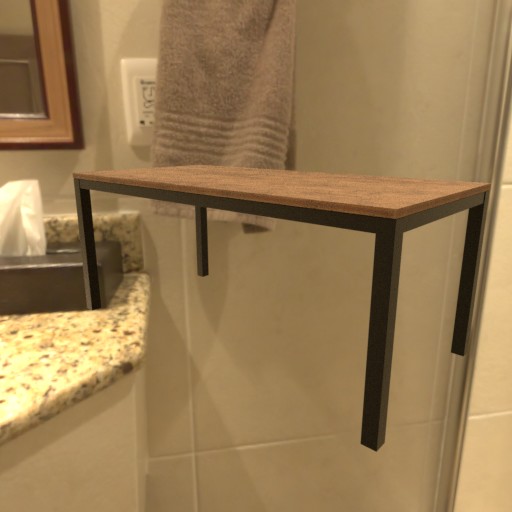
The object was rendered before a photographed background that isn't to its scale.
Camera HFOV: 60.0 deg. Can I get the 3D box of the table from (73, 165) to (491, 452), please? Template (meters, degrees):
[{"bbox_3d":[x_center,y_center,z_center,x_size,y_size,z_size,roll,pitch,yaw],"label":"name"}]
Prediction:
[{"bbox_3d":[0.000,0.000,2.187,1.805,0.767,0.893,13,20,40],"label":"table"}]
